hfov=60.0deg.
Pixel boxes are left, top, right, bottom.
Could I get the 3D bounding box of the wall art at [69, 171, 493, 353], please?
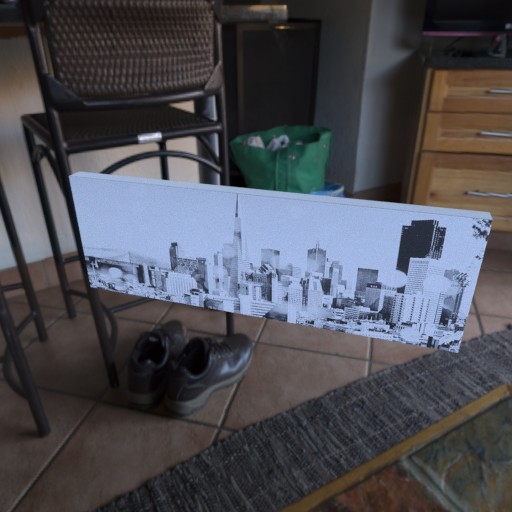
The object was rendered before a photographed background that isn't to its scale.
[{"bbox_3d":[0.000,0.000,0.849,0.766,0.256,0.036,8,28,15],"label":"wall art"}]
